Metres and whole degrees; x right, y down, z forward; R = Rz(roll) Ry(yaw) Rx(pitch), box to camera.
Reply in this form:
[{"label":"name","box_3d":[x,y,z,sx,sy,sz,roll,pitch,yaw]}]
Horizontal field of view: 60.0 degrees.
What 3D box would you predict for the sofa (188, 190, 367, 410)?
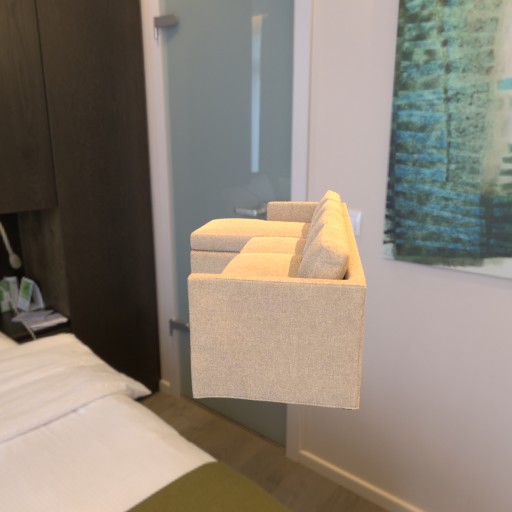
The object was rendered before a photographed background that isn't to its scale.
[{"label":"sofa","box_3d":[0.000,0.000,3.893,1.638,0.920,3.198,2,14,9]}]
